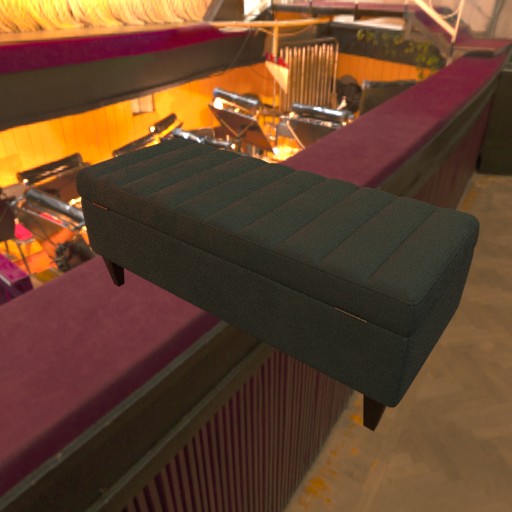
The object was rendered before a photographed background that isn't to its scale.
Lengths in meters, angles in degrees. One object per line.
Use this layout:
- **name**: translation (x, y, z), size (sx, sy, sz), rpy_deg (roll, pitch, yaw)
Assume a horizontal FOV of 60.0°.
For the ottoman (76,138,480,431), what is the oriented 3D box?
- **ottoman**: translation (0.000, 0.000, 1.405), size (1.151, 0.469, 0.482), rpy_deg (22, 38, 31)
